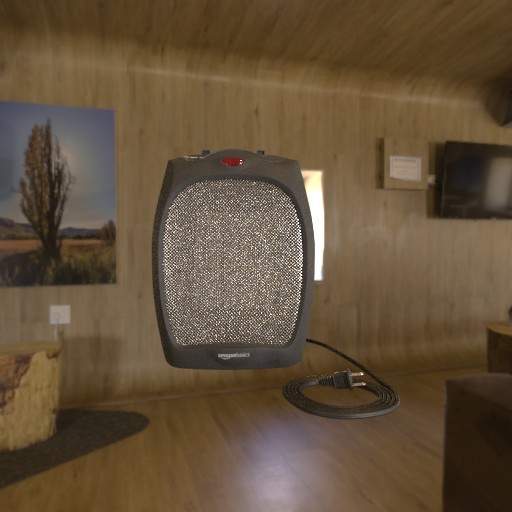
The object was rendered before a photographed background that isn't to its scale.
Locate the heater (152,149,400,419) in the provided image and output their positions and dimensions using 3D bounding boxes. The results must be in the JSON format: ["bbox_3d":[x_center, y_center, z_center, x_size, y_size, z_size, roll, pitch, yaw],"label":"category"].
[{"bbox_3d":[0.000,0.000,0.471,0.239,0.240,0.291,0,2,-2],"label":"heater"}]
